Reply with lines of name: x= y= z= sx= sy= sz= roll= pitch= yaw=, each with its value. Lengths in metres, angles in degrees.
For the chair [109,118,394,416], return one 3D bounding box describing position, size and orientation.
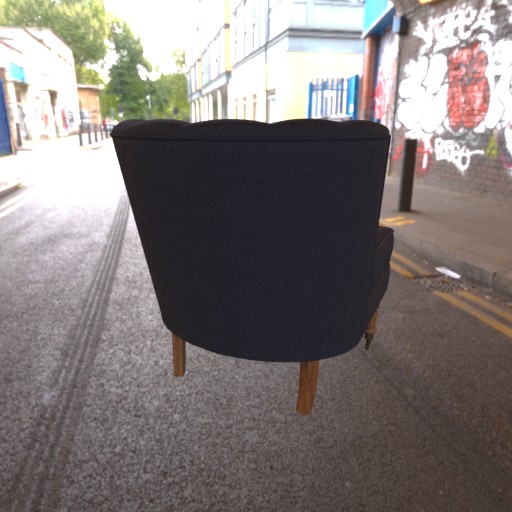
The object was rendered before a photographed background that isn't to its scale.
chair: x=0.000 y=0.000 z=1.305 sx=0.740 sy=0.771 sz=0.718 roll=8 pitch=19 yaw=25
